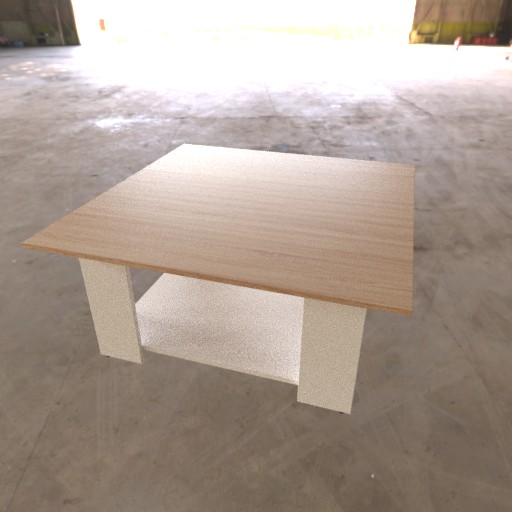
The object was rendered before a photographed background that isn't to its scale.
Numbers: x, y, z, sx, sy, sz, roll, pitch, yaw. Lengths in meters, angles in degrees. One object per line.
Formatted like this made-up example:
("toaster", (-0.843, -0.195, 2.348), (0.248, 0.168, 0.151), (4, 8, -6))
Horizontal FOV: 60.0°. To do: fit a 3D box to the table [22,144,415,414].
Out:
("table", (0.000, 0.000, 1.058), (0.670, 0.305, 0.670), (9, 31, 15))
